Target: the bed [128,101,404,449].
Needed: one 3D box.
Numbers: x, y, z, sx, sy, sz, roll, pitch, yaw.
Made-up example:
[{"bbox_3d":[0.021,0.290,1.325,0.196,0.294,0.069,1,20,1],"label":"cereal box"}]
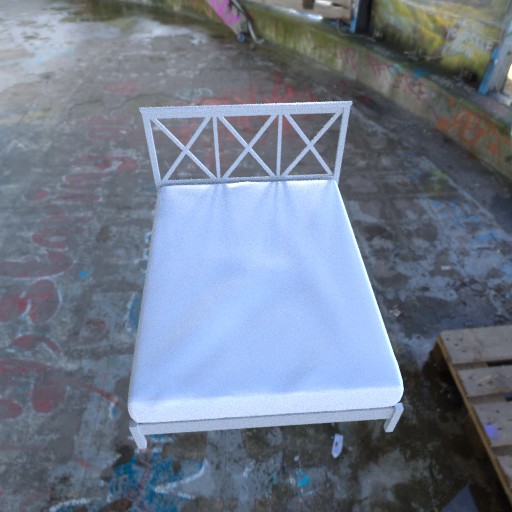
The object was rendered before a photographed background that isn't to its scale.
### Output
[{"bbox_3d":[0.000,0.000,3.177,1.673,1.253,2.135,-3,45,-3],"label":"bed"}]
